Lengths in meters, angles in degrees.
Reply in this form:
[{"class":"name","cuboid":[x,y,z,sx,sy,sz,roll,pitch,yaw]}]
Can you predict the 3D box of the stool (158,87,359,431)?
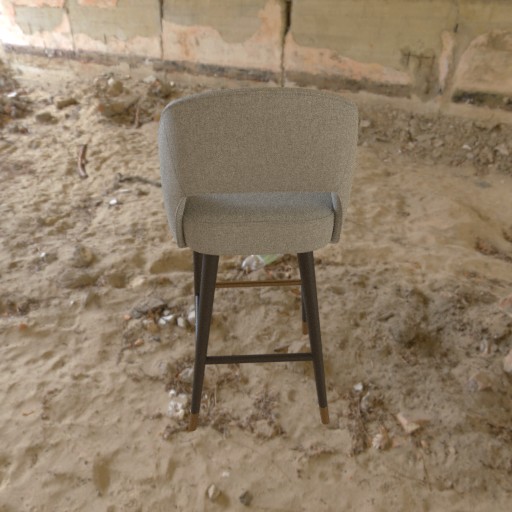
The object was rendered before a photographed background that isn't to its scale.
[{"class":"stool","cuboid":[0.000,0.000,1.313,0.494,1.037,0.509,-2,31,-3]}]
